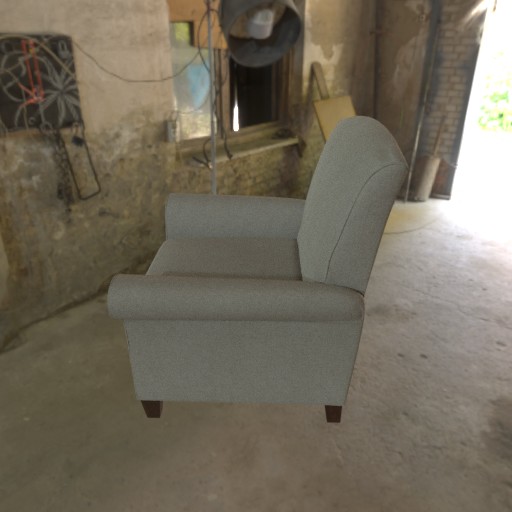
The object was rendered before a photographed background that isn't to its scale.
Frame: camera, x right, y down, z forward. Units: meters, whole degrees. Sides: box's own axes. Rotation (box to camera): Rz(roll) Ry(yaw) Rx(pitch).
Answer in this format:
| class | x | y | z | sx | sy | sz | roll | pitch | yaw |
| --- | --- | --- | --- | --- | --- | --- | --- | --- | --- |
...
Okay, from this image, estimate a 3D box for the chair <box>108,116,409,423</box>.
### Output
| class | x | y | z | sx | sy | sz | roll | pitch | yaw |
| --- | --- | --- | --- | --- | --- | --- | --- | --- | --- |
| chair | 0.000 | 0.000 | 1.786 | 0.905 | 1.061 | 0.978 | 1 | 26 | 2 |
